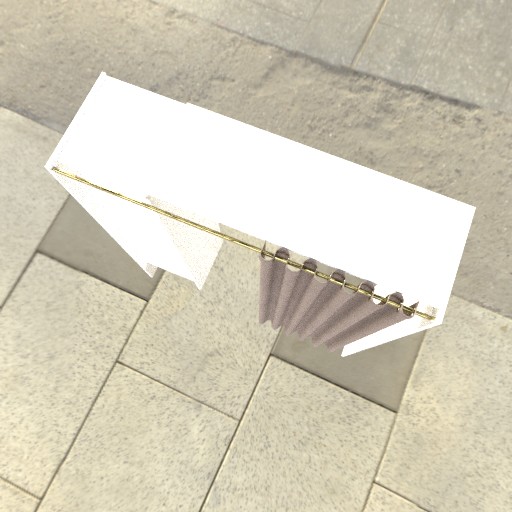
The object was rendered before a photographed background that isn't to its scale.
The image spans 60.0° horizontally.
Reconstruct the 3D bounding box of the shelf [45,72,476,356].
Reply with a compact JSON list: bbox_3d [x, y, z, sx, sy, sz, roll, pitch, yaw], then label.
[{"bbox_3d":[0.000,0.000,2.575,1.600,1.820,0.500,22,75,6],"label":"shelf"}]
